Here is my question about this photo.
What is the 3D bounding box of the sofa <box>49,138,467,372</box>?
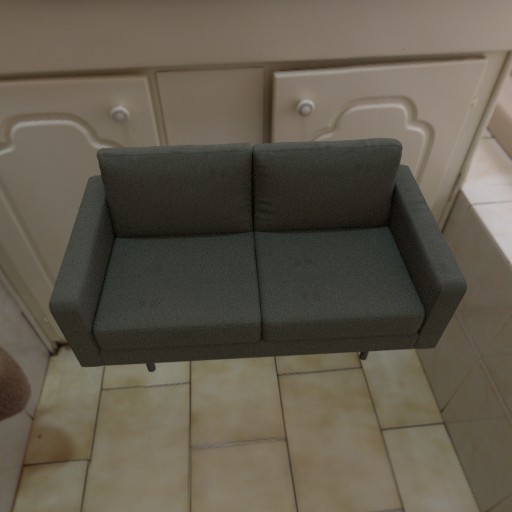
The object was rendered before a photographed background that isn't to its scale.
[{"bbox_3d":[0.000,0.000,2.251,1.730,0.897,0.889,-3,47,-2],"label":"sofa"}]
